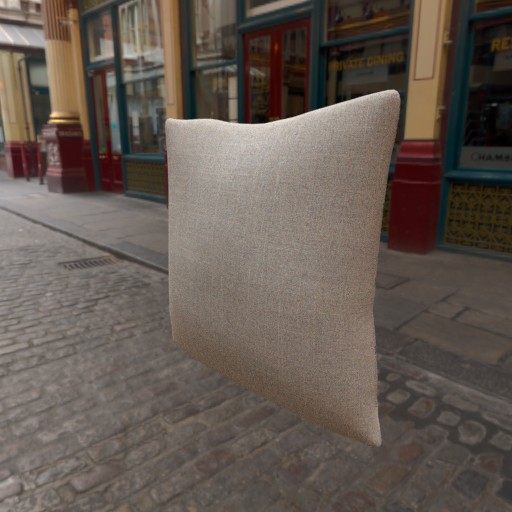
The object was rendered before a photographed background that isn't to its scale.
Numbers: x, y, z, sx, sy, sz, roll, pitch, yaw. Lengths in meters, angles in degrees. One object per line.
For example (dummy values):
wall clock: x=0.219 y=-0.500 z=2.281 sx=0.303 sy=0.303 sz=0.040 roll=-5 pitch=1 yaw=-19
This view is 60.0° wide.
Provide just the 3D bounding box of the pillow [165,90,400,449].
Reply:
pillow: x=0.000 y=0.000 z=0.853 sx=0.192 sy=0.558 sz=0.578 roll=-13 pitch=19 yaw=-43
